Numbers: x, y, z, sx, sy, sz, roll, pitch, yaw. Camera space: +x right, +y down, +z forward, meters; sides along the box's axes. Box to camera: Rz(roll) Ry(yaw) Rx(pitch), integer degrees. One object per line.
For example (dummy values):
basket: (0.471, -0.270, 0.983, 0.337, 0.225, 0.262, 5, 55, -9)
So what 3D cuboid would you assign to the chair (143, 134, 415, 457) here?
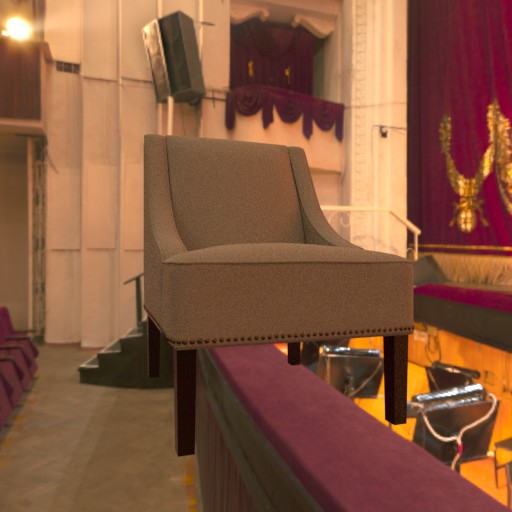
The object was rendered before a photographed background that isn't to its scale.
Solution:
chair: (0.000, 0.000, 1.365, 0.628, 0.872, 0.748, 0, 0, -19)
